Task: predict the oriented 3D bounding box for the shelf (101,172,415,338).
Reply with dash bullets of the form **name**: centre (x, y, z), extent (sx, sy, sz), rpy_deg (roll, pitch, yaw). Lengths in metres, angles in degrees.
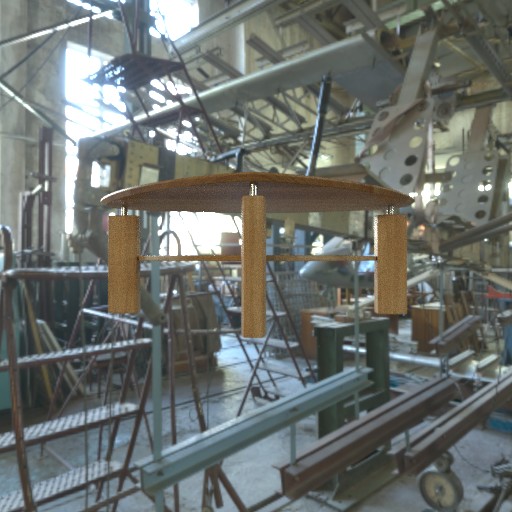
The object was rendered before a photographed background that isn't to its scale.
- **shelf**: centre (0.000, 0.000, 1.599), extent (1.240, 0.439, 0.863), rpy_deg (0, 0, 1)
